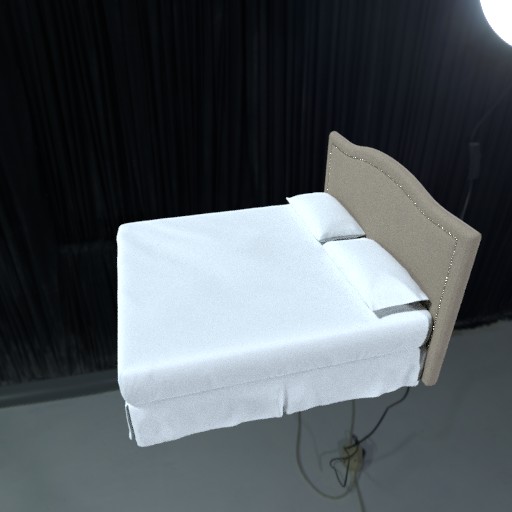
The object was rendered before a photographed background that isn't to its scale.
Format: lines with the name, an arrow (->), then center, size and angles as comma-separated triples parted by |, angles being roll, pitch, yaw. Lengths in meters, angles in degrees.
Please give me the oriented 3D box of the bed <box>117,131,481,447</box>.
bed -> 0.000, 0.000, 3.495 | 2.182, 1.421, 2.083 | -8, 33, -12
